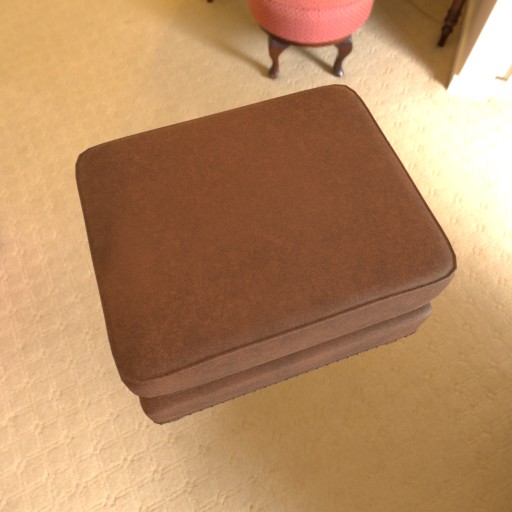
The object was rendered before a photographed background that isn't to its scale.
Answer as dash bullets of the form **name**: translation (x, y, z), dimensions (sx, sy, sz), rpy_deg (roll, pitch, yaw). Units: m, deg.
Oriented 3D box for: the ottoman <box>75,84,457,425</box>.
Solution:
- **ottoman**: translation (0.000, 0.000, 1.132), dimensions (0.738, 0.537, 0.589), rpy_deg (-17, 65, -8)
